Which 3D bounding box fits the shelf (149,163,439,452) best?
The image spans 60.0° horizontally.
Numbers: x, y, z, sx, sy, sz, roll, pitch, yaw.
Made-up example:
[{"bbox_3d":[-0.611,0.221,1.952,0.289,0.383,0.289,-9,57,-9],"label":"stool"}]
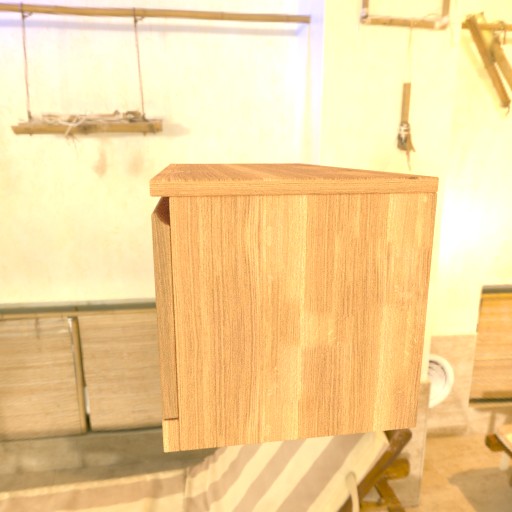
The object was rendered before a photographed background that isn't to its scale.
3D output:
[{"bbox_3d":[0.000,0.000,1.025,0.400,0.400,0.800,-2,13,-9],"label":"shelf"}]
